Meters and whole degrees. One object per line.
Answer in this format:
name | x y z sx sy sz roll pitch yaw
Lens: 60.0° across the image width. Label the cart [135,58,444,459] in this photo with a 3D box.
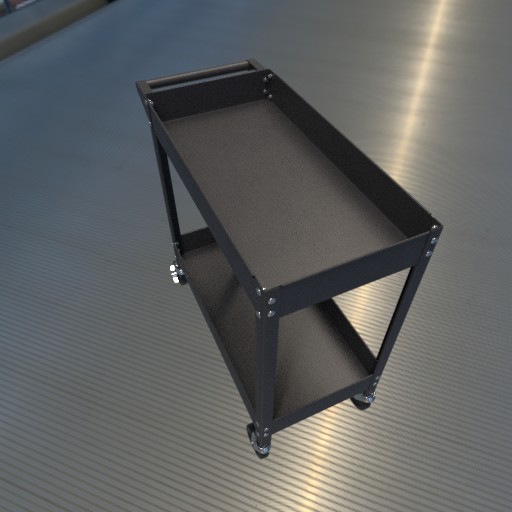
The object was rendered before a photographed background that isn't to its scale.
cart | 0.000 0.000 1.186 0.366 0.719 0.779 -19 49 -17
